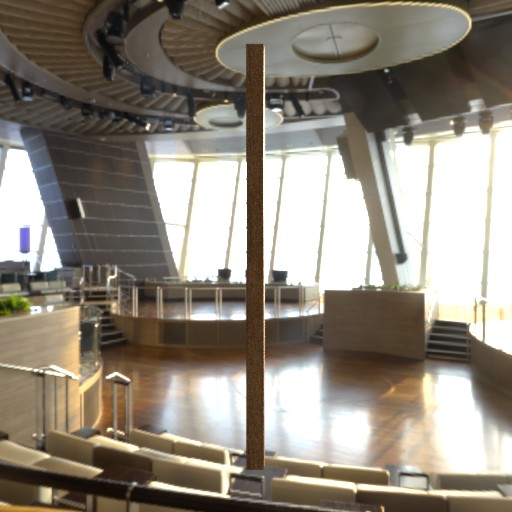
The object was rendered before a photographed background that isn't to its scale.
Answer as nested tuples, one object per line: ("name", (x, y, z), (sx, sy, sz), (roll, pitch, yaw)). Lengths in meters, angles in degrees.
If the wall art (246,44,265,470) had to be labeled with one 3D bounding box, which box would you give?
("wall art", (0.000, 0.000, 0.956), (0.026, 0.588, 0.690), (0, 0, 0))
